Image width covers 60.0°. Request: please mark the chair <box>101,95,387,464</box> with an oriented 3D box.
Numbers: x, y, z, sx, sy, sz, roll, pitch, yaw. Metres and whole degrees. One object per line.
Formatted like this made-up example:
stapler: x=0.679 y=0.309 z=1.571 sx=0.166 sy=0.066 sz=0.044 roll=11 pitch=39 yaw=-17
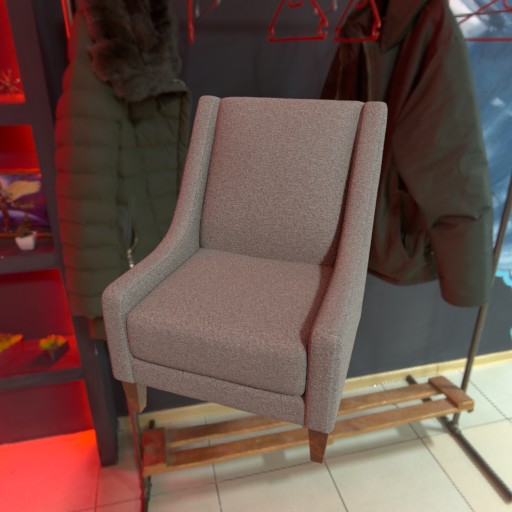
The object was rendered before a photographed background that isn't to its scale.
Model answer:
chair: x=0.000 y=0.000 z=1.611 sx=0.774 sy=1.016 sz=0.870 roll=8 pitch=27 yaw=17
